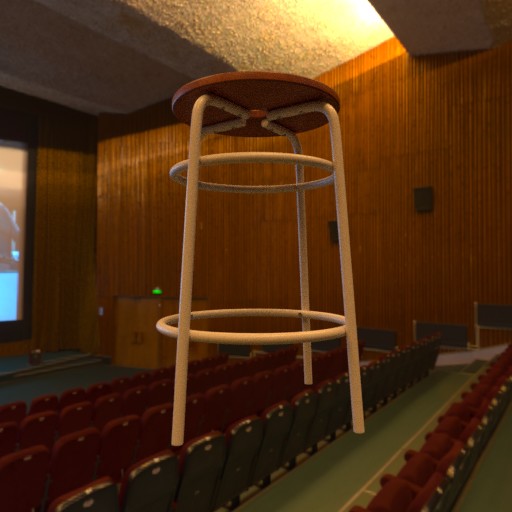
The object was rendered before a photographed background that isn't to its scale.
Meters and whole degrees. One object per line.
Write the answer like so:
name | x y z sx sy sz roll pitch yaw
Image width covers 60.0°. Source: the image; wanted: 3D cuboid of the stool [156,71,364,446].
stool | 0.000 0.000 0.896 0.455 0.610 0.455 -1 -1 35
